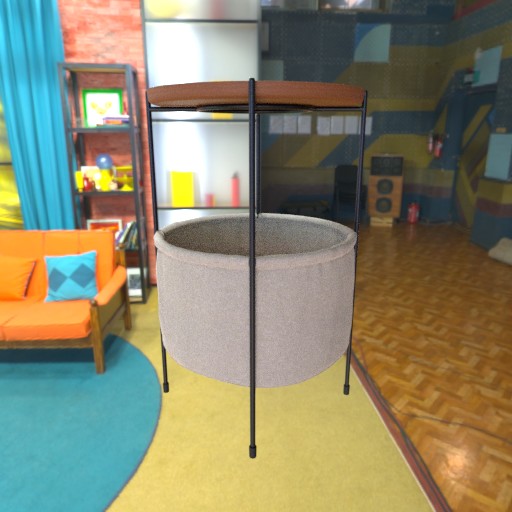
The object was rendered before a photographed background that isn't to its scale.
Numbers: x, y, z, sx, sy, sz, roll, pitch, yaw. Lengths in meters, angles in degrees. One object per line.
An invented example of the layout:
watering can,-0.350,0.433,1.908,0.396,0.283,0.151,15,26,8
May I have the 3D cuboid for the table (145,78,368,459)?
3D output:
table,0.000,0.000,0.889,0.393,0.623,0.393,-14,21,-41
